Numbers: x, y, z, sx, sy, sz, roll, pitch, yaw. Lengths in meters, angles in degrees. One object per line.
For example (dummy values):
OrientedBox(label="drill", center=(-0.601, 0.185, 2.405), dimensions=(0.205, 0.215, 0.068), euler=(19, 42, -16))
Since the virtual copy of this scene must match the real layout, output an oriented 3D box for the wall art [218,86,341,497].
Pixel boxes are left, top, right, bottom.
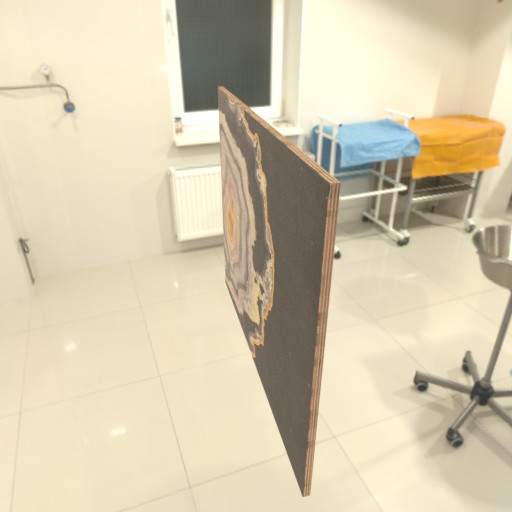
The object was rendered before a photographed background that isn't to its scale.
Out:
OrientedBox(label="wall art", center=(0.000, 0.000, 0.665), dimensions=(0.010, 0.408, 0.508), euler=(-7, 30, -12))
